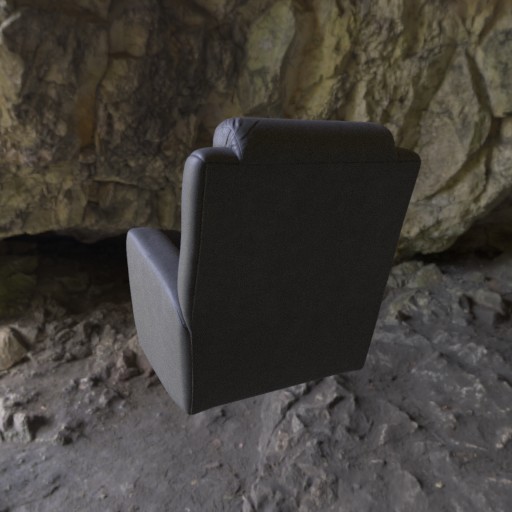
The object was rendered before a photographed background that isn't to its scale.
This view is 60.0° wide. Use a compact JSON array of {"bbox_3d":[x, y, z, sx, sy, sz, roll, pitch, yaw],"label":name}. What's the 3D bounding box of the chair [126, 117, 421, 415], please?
[{"bbox_3d":[0.000,0.000,1.976,0.967,1.116,1.068,-7,15,-26],"label":"chair"}]
